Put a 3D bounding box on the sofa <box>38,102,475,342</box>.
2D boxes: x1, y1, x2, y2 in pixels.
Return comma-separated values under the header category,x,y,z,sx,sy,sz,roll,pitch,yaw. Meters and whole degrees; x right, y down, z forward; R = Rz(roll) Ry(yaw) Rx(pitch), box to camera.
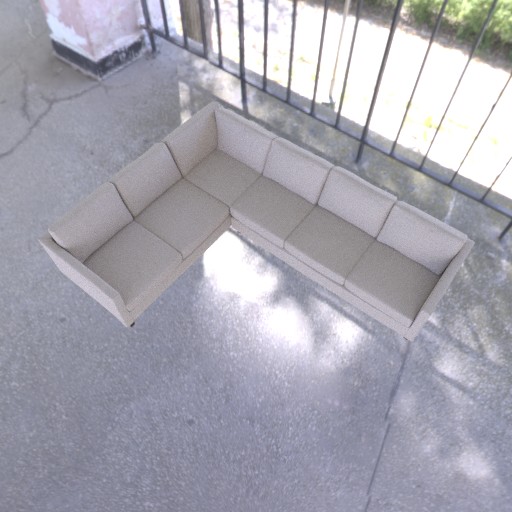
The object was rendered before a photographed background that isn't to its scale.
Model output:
category,x,y,z,sx,sy,sz,roll,pitch,yaw
sofa,0.000,0.000,4.225,3.182,0.863,2.432,33,63,20
